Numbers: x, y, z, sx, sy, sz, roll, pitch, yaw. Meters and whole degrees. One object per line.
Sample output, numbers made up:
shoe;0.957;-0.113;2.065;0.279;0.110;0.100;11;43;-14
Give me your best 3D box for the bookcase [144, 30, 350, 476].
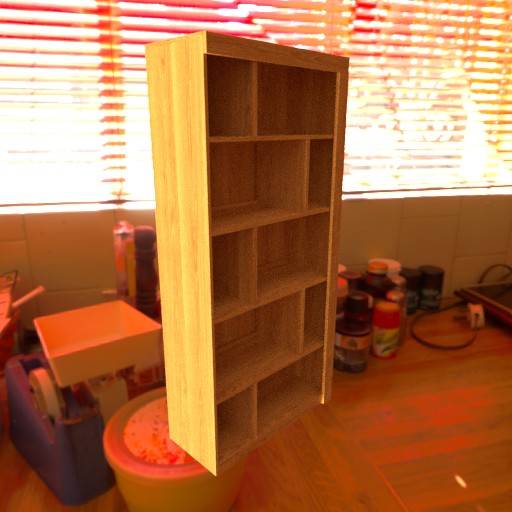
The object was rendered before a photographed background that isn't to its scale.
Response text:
bookcase;0.000;0.000;2.385;0.420;2.020;0.950;16;22;43
